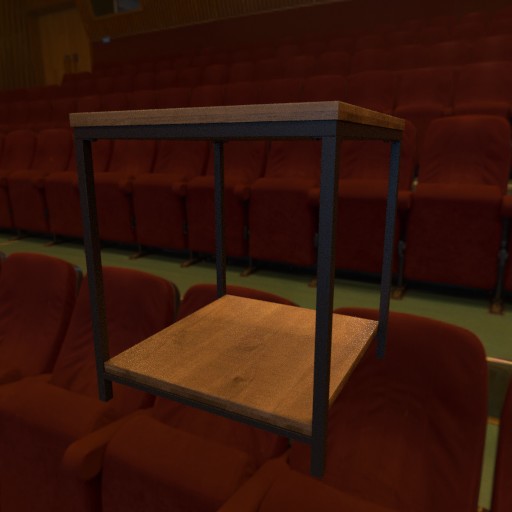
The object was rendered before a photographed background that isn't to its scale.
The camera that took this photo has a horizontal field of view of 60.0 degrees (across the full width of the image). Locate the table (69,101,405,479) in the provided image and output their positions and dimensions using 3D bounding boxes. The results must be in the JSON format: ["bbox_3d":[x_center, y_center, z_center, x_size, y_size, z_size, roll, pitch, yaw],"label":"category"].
[{"bbox_3d":[0.000,0.000,0.983,0.507,0.589,0.503,7,16,27],"label":"table"}]
